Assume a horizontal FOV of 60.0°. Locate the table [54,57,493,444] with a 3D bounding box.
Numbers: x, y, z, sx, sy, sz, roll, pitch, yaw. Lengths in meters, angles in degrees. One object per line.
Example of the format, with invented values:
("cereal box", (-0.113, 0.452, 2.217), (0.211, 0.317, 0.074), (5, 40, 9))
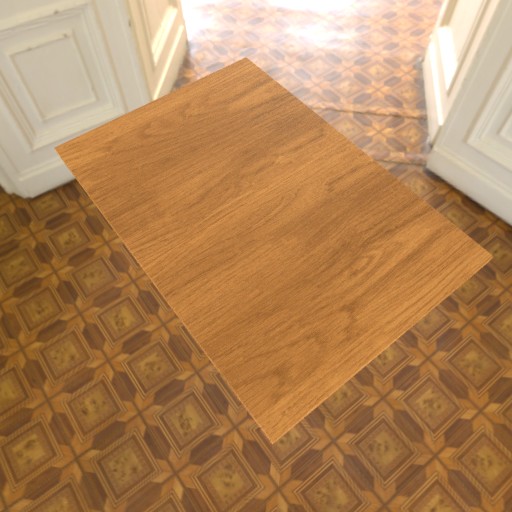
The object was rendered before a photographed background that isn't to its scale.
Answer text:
("table", (0.000, 0.000, 1.857), (0.900, 0.770, 1.300), (-33, 64, -19))
